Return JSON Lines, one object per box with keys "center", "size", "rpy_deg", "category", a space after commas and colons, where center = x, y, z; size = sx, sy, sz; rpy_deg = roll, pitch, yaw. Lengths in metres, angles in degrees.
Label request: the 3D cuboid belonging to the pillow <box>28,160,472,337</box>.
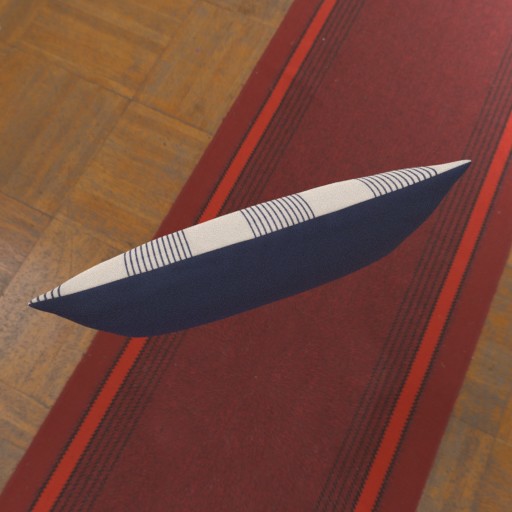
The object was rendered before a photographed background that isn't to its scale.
{"center": [0.000, 0.000, 0.708], "size": [0.610, 0.287, 0.151], "rpy_deg": [-18, 76, -5], "category": "pillow"}
